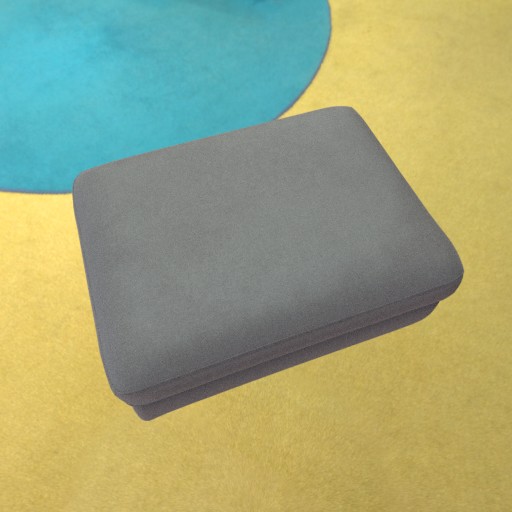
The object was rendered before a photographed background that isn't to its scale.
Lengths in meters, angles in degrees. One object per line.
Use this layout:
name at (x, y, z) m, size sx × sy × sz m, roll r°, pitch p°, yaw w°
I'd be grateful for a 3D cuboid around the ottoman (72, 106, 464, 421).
ottoman at (0.000, 0.000, 1.172) m, size 0.811 × 0.449 × 0.608 m, roll -17°, pitch 61°, yaw -10°
